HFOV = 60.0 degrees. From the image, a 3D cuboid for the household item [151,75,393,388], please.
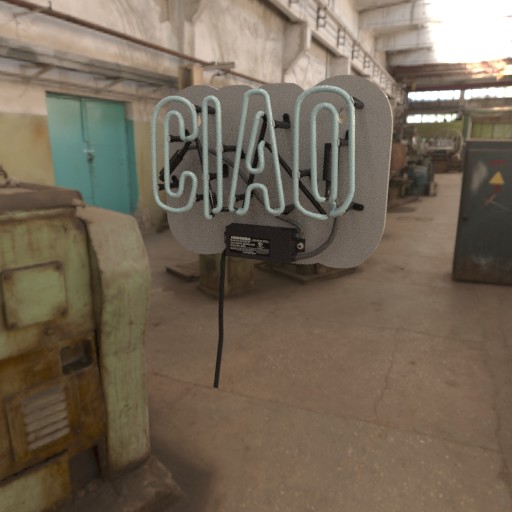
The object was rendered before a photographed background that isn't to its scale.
[{"bbox_3d":[0.000,0.000,0.390,0.211,0.294,0.042,7,16,25],"label":"household item"}]
